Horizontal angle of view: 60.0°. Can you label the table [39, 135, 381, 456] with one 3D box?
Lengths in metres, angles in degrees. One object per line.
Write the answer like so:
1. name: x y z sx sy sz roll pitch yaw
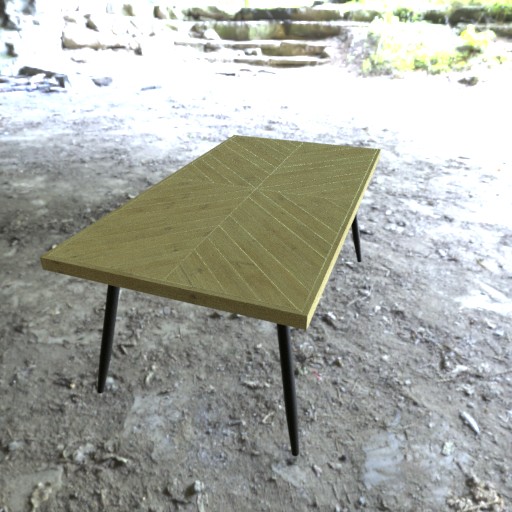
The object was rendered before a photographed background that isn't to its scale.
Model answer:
1. table: 0.000 0.000 2.365 0.991 0.762 1.803 10 31 18
